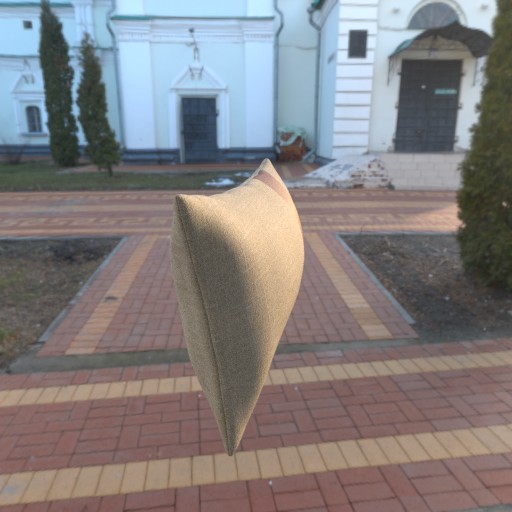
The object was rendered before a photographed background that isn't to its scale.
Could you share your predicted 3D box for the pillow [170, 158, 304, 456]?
[{"bbox_3d":[0.000,0.000,0.733,0.155,0.282,0.612,2,16,9],"label":"pillow"}]
